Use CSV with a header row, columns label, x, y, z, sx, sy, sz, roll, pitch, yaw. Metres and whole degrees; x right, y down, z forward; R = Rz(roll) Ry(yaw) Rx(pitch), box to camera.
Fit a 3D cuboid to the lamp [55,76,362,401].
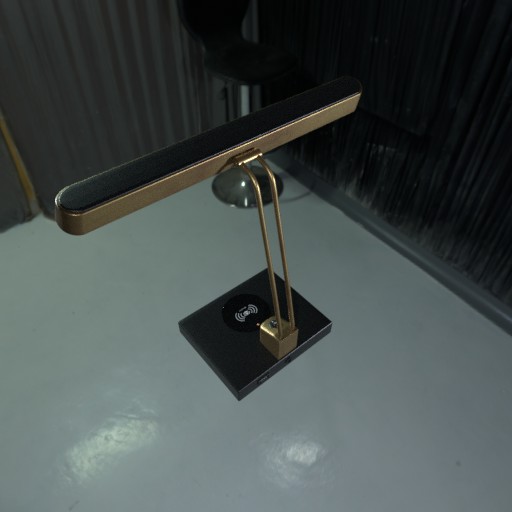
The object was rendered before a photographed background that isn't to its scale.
label,x,y,z,sx,sy,sz,roll,pitch,yaw
lamp,0.000,0.000,0.584,0.412,0.345,0.156,-30,52,-27
